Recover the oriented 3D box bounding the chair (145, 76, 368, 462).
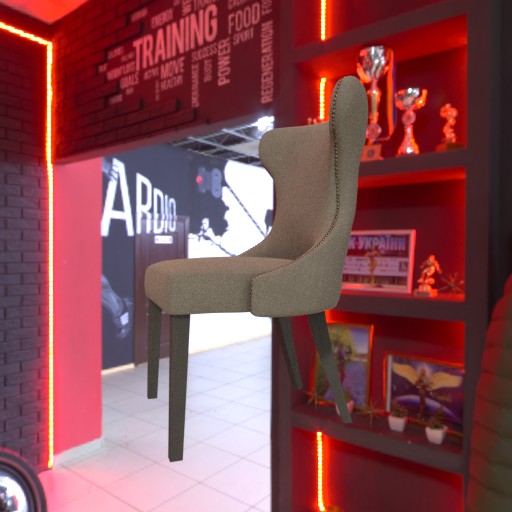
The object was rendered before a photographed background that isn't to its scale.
[{"bbox_3d":[0.000,0.000,1.384,0.635,0.967,0.628,0,0,-20],"label":"chair"}]
